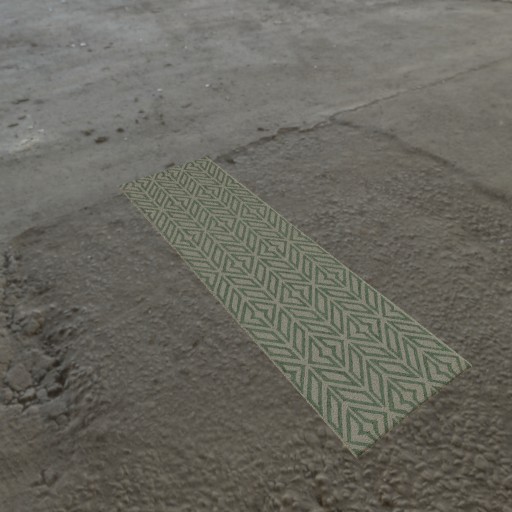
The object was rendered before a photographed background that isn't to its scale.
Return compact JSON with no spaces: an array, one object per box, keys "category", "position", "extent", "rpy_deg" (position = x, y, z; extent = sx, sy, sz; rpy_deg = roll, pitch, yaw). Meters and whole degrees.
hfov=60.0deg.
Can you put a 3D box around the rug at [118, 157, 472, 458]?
[{"category":"rug","position":[0.000,0.000,2.650],"extent":[0.750,0.009,2.435],"rpy_deg":[-25,47,-26]}]
